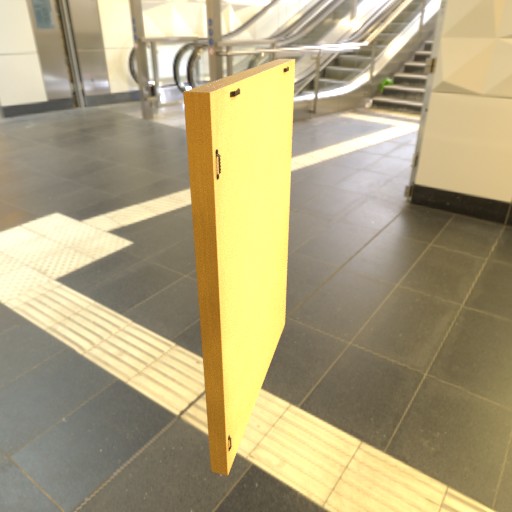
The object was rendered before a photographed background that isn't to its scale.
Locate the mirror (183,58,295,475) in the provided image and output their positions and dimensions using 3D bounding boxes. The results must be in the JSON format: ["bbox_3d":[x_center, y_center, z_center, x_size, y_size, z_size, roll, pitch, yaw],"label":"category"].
[{"bbox_3d":[0.000,0.000,0.917,0.040,0.710,0.507,8,29,14],"label":"mirror"}]
